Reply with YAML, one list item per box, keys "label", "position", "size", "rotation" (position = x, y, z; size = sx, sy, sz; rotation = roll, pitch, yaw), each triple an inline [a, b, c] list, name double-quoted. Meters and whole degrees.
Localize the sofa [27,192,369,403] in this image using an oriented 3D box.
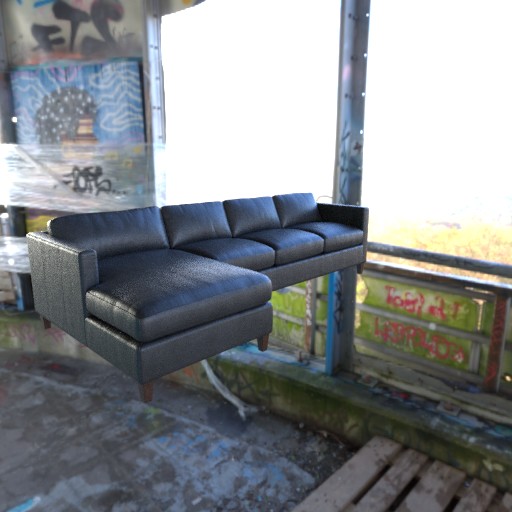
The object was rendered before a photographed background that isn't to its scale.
- label: "sofa"
  position: [0.000, 0.000, 3.866]
  size: [3.203, 0.883, 1.581]
  rotation: [-13, 18, -43]
